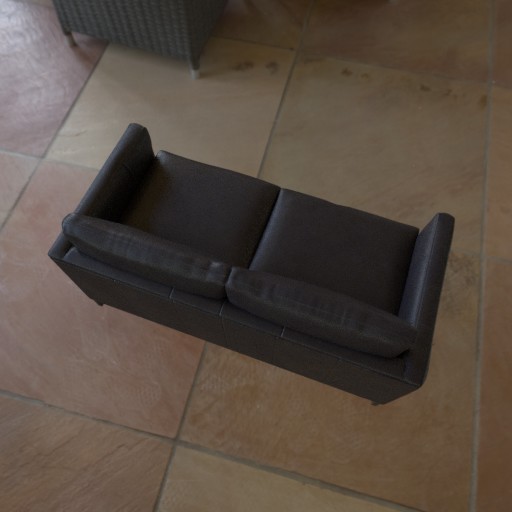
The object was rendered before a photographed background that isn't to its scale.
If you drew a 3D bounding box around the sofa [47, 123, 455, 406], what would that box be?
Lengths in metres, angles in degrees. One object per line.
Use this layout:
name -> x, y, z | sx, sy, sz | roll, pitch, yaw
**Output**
sofa -> 0.000, 0.000, 2.312 | 1.805, 0.883, 0.947 | 16, 65, 8
